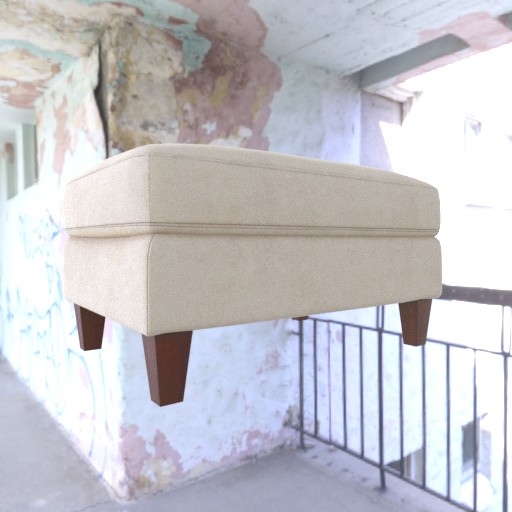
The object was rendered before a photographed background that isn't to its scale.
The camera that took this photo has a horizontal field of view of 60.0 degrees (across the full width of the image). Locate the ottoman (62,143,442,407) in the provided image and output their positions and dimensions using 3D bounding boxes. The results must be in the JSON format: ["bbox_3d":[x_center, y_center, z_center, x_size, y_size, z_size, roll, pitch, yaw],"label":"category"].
[{"bbox_3d":[0.000,0.000,1.174,0.864,0.483,0.584,-1,2,-36],"label":"ottoman"}]
